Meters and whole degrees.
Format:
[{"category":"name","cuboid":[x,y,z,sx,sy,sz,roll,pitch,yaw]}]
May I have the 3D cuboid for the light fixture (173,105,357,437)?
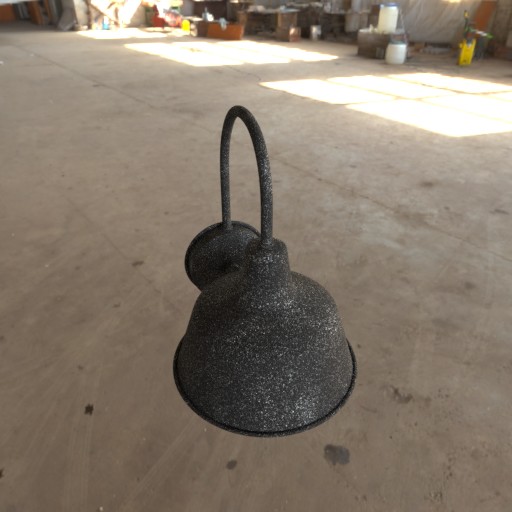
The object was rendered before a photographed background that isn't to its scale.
[{"category":"light fixture","cuboid":[0.000,0.000,0.488,0.216,0.300,0.283,-10,34,-15]}]
